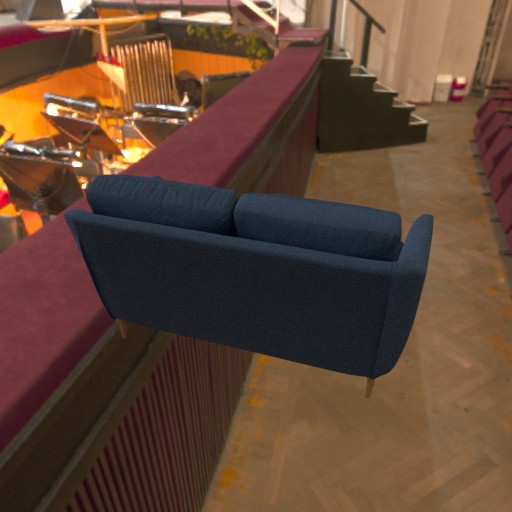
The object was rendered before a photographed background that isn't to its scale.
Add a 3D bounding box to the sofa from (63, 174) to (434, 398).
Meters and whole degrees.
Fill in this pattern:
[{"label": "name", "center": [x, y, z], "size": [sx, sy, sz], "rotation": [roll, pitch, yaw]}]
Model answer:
[{"label": "sofa", "center": [0.000, 0.000, 2.183], "size": [1.619, 0.902, 0.960], "rotation": [10, 34, 15]}]
